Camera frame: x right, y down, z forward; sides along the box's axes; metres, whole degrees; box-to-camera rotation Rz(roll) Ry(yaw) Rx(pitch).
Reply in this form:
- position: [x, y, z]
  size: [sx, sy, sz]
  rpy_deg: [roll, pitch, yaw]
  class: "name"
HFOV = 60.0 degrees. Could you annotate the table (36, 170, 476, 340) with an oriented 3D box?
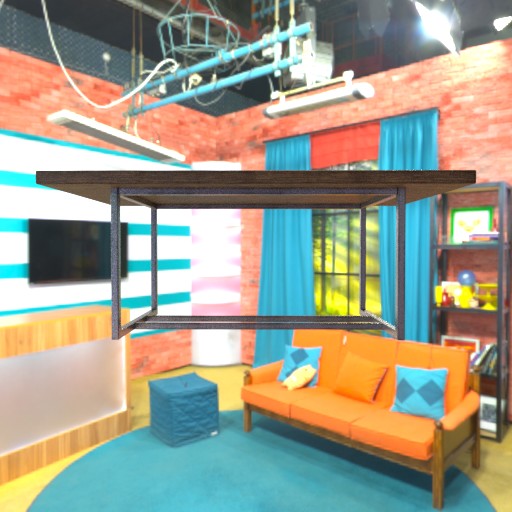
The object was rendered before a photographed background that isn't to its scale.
- position: [0.000, 0.000, 2.542]
  size: [1.989, 0.795, 1.078]
  rpy_deg: [0, 1, 0]
  class: "table"
